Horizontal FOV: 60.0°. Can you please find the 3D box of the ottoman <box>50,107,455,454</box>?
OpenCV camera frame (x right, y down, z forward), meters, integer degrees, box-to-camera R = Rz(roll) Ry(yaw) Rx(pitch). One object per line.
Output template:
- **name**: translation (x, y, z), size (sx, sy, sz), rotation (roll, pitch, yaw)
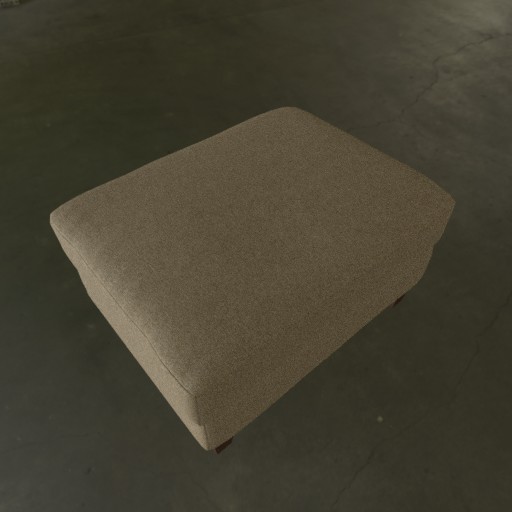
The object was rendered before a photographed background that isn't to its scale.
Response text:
- **ottoman**: translation (0.000, 0.000, 1.312), size (0.889, 0.511, 0.692), rotation (-32, 55, -26)
